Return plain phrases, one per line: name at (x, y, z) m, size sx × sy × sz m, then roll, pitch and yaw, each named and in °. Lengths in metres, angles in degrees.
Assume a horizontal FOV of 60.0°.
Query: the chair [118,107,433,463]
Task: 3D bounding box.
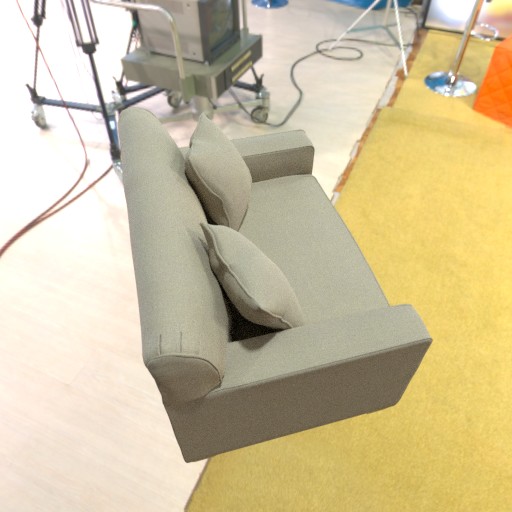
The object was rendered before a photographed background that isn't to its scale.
chair at (0.000, 0.000, 2.028) m, size 1.000 × 0.948 × 1.383 m, roll -11°, pitch 49°, yaw -10°
